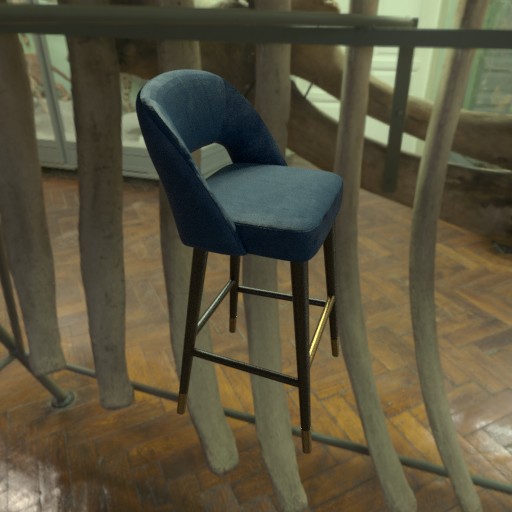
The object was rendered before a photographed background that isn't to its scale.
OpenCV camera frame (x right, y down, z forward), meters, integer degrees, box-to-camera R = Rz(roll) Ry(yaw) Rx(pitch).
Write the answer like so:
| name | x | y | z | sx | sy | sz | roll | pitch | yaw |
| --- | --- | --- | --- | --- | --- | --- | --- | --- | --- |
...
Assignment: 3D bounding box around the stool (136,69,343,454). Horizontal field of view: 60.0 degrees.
| name | x | y | z | sx | sy | sz | roll | pitch | yaw |
| --- | --- | --- | --- | --- | --- | --- | --- | --- | --- |
| stool | 0.000 | 0.000 | 1.336 | 0.515 | 1.016 | 0.514 | 10 | 31 | 17 |
